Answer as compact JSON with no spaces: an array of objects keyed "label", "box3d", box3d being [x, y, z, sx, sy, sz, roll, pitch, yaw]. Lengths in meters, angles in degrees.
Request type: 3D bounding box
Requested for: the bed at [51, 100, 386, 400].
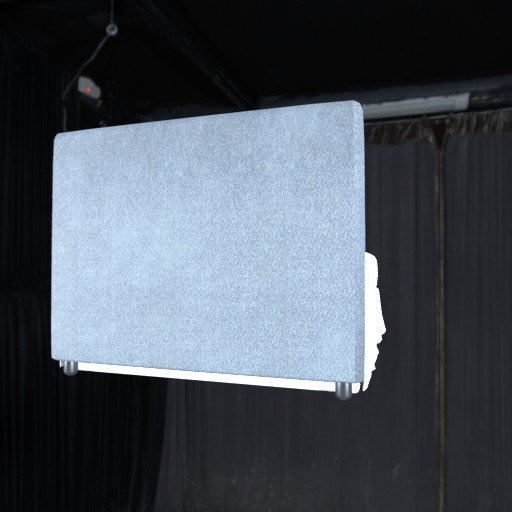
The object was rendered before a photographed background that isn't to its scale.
[{"label":"bed","box3d":[0.000,0.000,3.155,1.713,1.330,2.142,0,-2,18]}]
